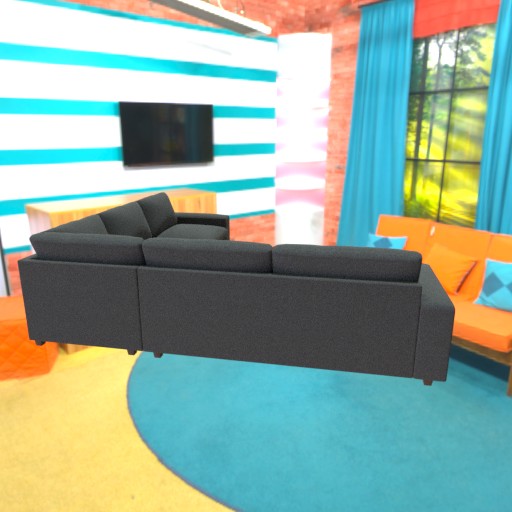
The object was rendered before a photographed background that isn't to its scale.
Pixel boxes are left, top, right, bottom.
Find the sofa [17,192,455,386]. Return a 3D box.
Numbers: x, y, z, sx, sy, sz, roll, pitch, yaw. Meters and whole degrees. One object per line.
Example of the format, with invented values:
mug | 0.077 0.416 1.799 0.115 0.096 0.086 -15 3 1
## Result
sofa | 0.000 0.000 4.631 3.277 0.965 2.895 3 16 11
